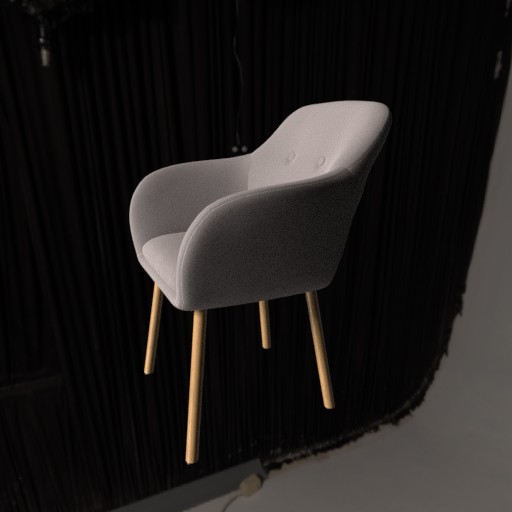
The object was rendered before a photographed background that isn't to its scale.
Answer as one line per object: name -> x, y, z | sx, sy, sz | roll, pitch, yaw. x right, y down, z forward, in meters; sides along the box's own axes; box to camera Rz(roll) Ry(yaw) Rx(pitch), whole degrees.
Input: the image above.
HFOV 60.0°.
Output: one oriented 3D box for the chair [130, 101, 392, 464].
chair -> 0.000, 0.000, 1.244 | 0.590, 0.830, 0.570 | -8, 19, -25
